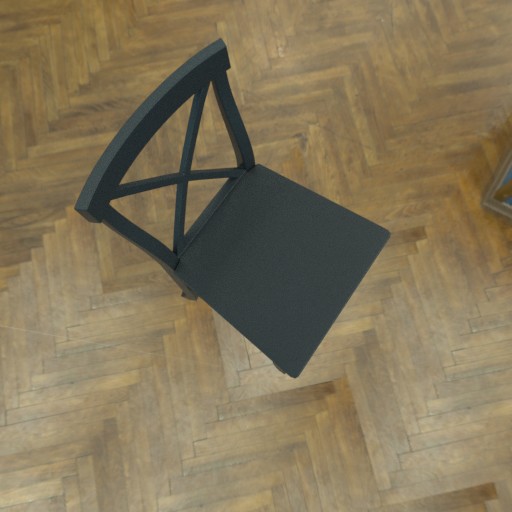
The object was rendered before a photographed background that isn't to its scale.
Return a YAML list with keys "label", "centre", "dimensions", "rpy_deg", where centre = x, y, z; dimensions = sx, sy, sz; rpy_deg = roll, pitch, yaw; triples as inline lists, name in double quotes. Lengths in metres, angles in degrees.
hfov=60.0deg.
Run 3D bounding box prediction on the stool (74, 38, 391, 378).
- label: "stool"
  centre: [0.000, 0.000, 1.276]
  dimensions: [0.559, 0.989, 0.452]
  rpy_deg: [34, 78, 8]
